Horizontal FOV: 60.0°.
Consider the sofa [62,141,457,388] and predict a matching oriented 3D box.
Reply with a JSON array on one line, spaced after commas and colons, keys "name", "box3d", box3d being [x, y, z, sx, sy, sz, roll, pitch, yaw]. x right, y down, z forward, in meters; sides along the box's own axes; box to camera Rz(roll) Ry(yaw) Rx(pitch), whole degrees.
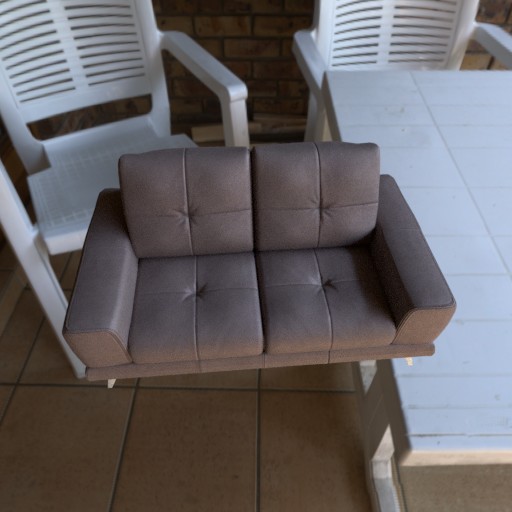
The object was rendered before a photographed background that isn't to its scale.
[{"name": "sofa", "box3d": [0.000, 0.000, 2.350, 1.806, 0.907, 1.018, -3, 47, -3]}]
